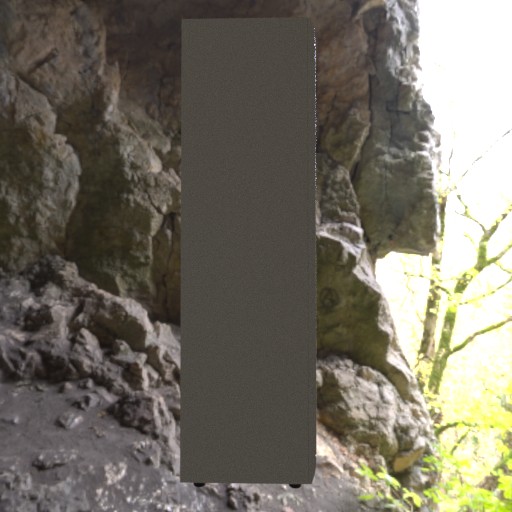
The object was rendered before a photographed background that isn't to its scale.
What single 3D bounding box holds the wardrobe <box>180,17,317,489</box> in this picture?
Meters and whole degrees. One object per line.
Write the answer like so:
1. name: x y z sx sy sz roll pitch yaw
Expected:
1. wardrobe: 0.000 0.000 1.571 0.360 1.200 0.900 0 -1 2
